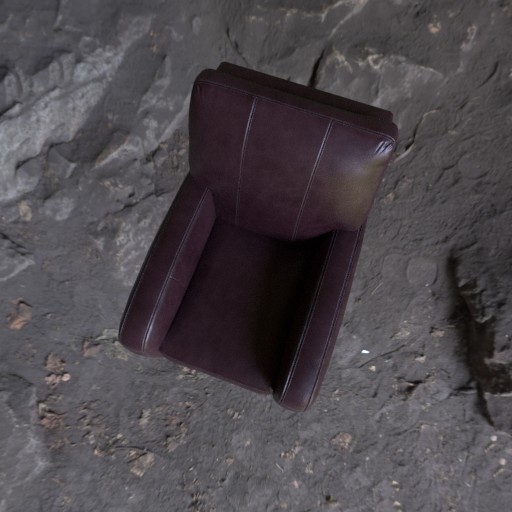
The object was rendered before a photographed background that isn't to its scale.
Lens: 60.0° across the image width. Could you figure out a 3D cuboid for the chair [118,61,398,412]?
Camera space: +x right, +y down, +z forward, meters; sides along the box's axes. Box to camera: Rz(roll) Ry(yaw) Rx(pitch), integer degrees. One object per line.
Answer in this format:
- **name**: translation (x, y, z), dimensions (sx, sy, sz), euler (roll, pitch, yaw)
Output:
- **chair**: translation (0.000, 0.000, 1.706), dimensions (0.762, 0.990, 0.990), euler (19, 76, 5)
